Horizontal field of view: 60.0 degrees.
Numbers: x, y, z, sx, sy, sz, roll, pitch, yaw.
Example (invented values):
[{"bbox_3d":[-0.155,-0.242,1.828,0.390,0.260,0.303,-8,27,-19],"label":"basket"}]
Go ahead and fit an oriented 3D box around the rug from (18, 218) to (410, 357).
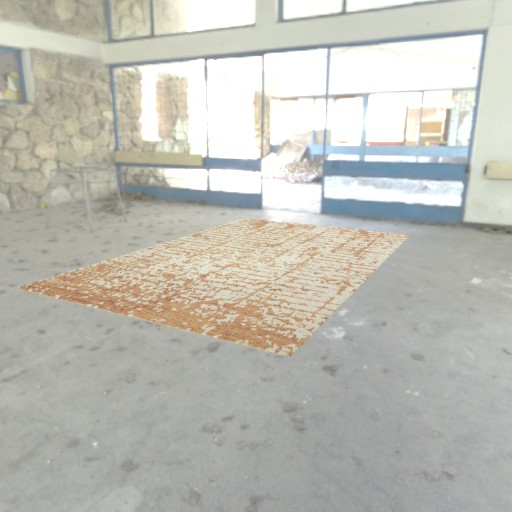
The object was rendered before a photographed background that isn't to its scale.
[{"bbox_3d":[0.000,0.000,2.298,1.219,0.011,1.829,8,17,28],"label":"rug"}]
